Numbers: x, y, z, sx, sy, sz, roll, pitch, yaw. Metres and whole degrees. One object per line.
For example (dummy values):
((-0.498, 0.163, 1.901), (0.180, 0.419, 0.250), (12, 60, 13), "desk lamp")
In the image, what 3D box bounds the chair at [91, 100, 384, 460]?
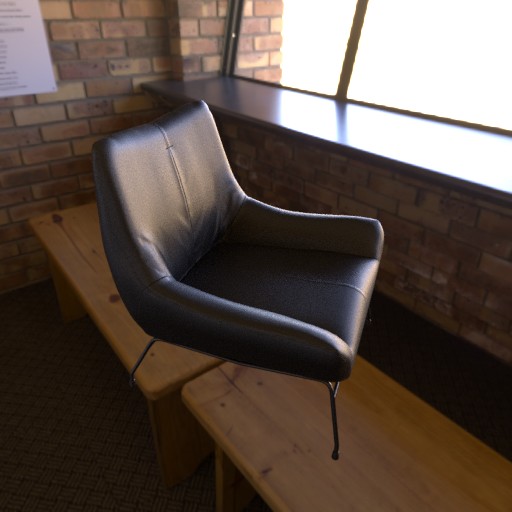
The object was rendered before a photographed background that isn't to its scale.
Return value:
((0.000, 0.000, 1.585), (0.826, 0.922, 0.836), (11, 31, 18), "chair")
